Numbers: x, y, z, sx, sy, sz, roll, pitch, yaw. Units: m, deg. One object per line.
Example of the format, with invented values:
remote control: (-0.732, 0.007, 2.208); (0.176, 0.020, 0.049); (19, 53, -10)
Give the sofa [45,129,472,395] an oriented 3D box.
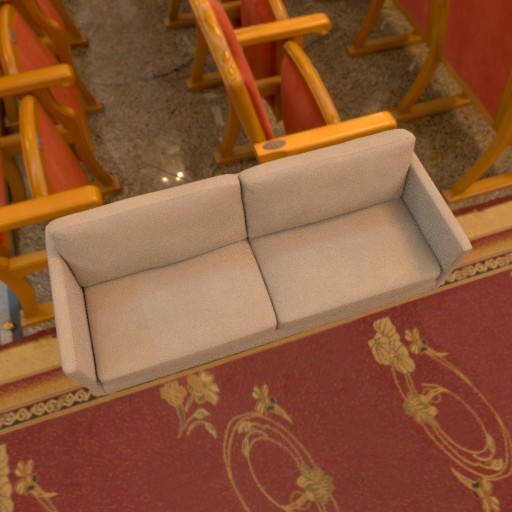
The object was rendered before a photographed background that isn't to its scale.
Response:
sofa: (0.000, 0.000, 2.844); (2.404, 0.912, 0.988); (-16, 64, -8)
